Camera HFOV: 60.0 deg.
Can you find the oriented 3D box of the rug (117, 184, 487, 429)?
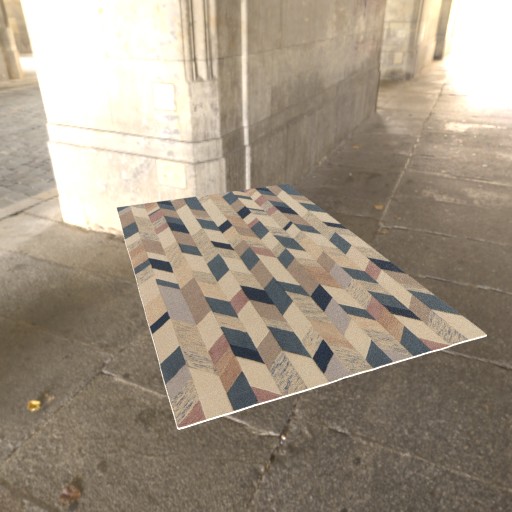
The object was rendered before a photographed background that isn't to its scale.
[{"bbox_3d":[0.000,0.000,2.244,1.202,0.006,1.813,-11,31,-18],"label":"rug"}]
